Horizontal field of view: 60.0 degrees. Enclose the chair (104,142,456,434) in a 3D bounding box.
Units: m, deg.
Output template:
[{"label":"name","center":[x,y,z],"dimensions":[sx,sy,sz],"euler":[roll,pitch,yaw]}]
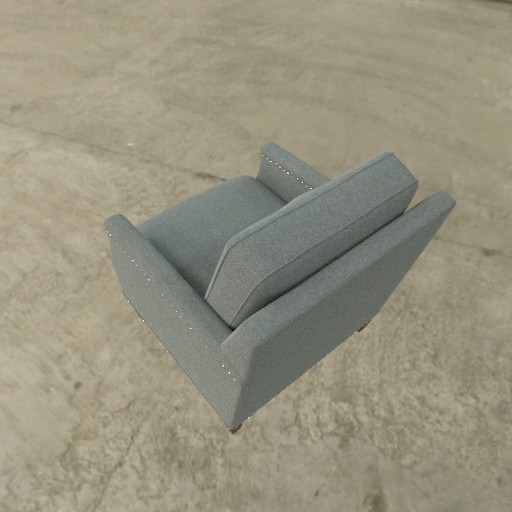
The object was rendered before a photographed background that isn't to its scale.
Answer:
[{"label":"chair","center":[0.000,0.000,1.805],"dimensions":[0.885,1.031,1.031],"euler":[-31,54,-26]}]
